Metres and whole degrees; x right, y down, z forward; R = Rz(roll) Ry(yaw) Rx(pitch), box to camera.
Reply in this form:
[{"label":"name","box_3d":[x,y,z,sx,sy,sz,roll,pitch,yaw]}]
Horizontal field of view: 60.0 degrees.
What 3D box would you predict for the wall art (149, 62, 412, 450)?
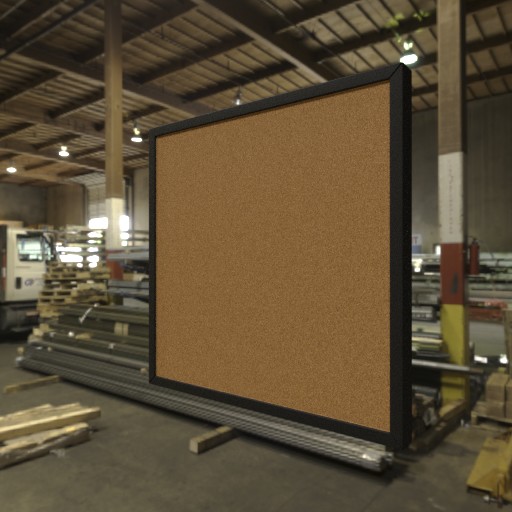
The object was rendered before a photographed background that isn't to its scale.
[{"label":"wall art","box_3d":[0.000,0.000,0.745,0.508,0.508,0.037,0,0,37]}]
